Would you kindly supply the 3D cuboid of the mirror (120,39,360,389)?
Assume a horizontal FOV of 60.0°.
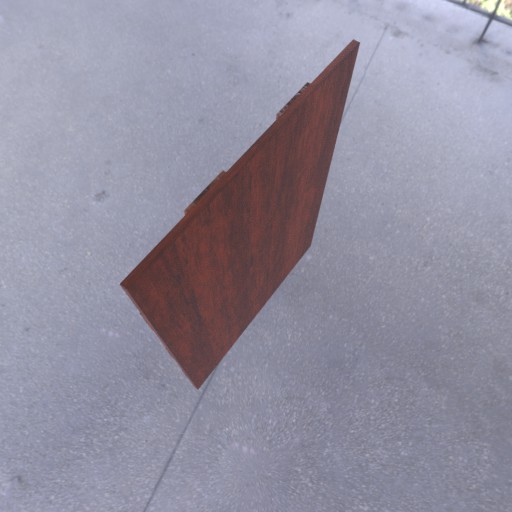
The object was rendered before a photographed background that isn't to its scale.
[{"bbox_3d":[0.000,0.000,1.060,0.021,0.805,0.600,34,69,15],"label":"mirror"}]
